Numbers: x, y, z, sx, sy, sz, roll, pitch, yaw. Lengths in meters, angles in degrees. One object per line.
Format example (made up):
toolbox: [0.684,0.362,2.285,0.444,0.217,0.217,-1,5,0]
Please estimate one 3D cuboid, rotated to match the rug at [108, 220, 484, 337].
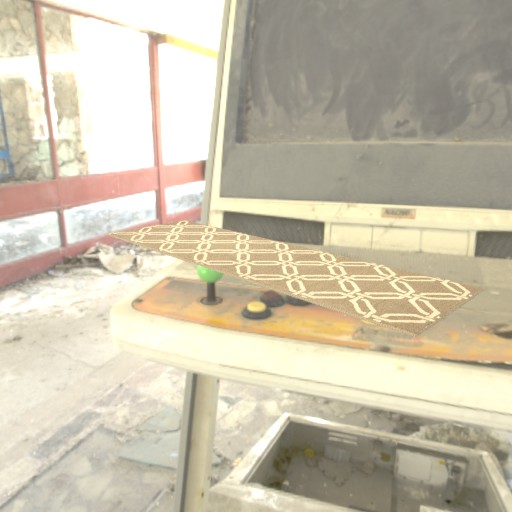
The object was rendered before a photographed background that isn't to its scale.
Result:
rug: [0.000,0.000,2.571,2.276,0.014,0.678,15,22,43]
